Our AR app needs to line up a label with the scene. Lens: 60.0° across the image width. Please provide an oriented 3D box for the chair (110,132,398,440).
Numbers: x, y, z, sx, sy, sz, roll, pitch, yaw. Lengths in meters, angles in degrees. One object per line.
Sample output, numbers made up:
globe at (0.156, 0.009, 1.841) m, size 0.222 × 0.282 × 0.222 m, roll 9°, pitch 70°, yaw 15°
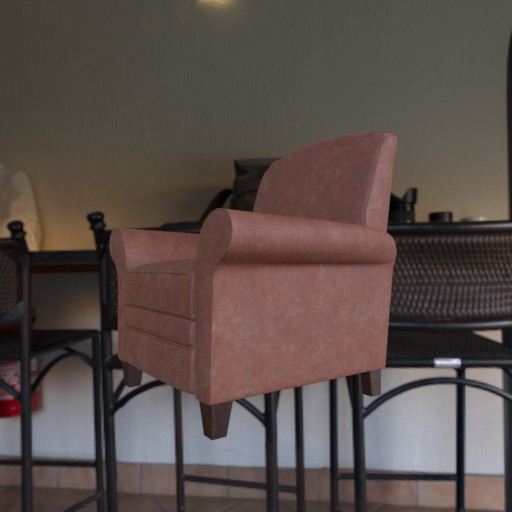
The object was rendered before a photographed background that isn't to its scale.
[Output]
chair at (0.000, 0.000, 1.790) m, size 0.902 × 1.061 × 0.978 m, roll 1°, pitch -1°, yaw -36°
